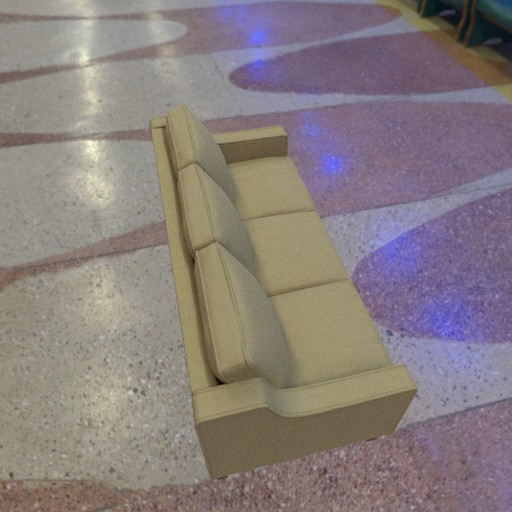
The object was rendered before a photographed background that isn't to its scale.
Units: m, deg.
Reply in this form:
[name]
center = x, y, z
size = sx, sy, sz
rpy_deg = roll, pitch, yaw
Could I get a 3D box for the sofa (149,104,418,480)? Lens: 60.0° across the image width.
[sofa]
center = 0.000, 0.000, 2.468
size = 0.911, 0.974, 1.986
rpy_deg = -10, 49, -9
